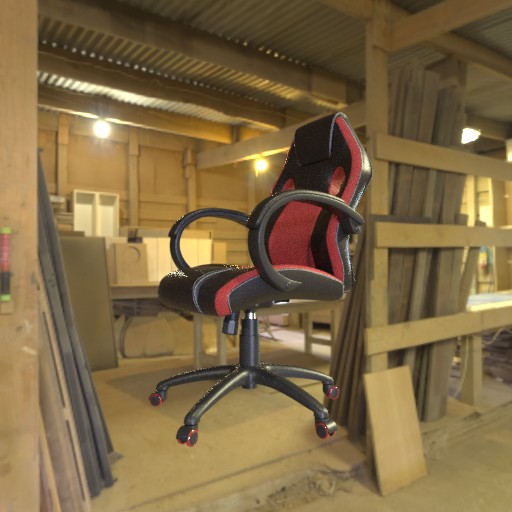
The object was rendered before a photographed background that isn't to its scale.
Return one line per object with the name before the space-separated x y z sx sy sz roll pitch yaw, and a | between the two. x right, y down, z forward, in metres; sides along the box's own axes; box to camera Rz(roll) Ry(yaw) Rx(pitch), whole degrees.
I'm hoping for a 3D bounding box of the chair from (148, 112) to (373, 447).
chair | 0.000 0.000 1.711 0.783 1.189 0.750 0 -1 -34
